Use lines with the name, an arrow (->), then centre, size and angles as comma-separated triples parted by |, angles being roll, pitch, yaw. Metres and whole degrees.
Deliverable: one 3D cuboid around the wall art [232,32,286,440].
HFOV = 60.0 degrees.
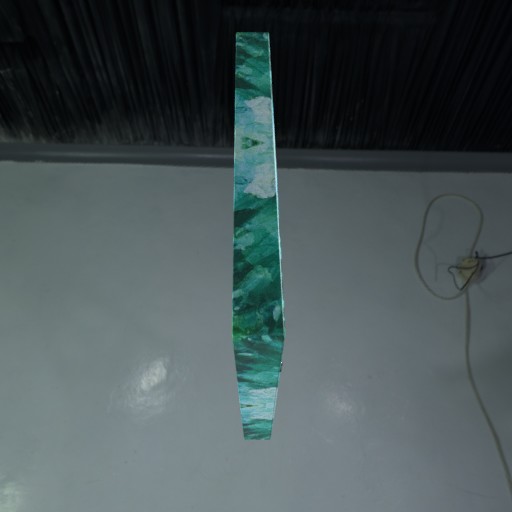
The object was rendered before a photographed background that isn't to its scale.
wall art -> 0.000, 0.000, 0.473 | 0.033, 0.313, 0.313 | -1, 57, 0
